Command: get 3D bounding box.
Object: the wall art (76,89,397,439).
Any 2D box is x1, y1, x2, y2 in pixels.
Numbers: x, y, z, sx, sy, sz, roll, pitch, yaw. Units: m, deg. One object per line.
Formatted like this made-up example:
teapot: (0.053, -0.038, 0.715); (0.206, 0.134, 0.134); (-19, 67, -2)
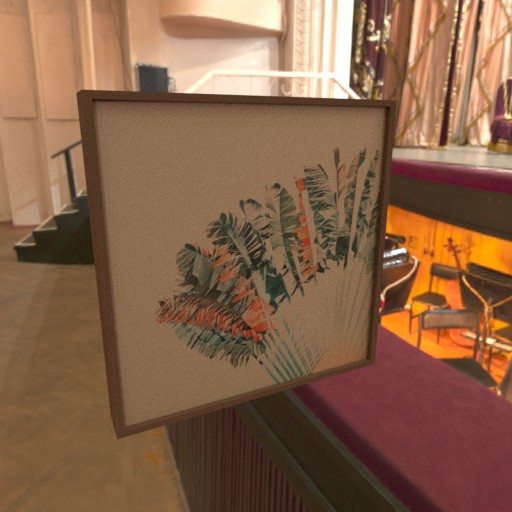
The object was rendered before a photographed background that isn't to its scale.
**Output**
wall art: (0.000, 0.000, 0.448); (0.304, 0.303, 0.038); (-8, 18, -25)
